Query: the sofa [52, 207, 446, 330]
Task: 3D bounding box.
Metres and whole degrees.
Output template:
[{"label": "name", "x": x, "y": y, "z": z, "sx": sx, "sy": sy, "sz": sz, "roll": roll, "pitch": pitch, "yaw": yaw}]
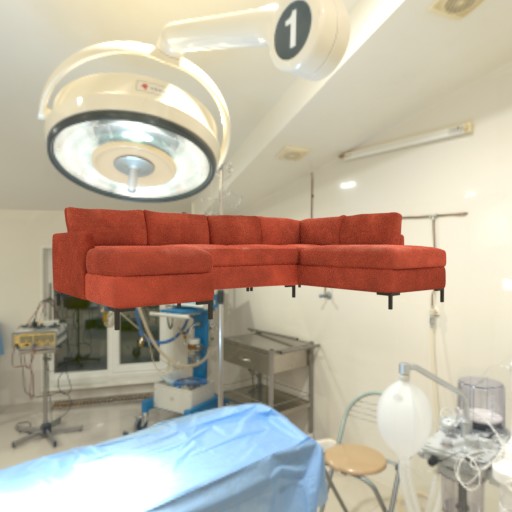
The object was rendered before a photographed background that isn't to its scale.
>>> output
[{"label": "sofa", "x": 0.000, "y": 0.000, "z": 3.948, "sx": 2.971, "sy": 0.858, "sz": 1.981, "roll": -1, "pitch": 1, "yaw": -37}]
